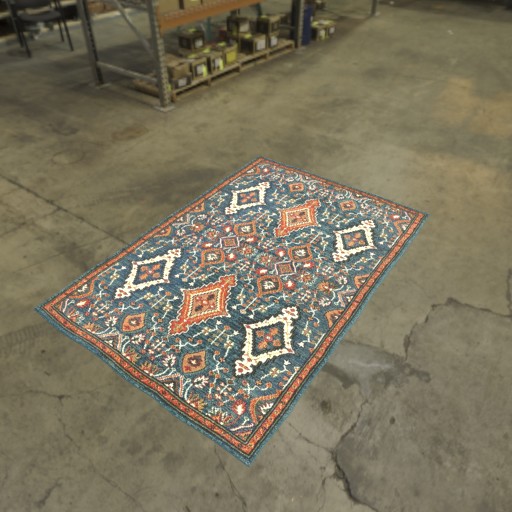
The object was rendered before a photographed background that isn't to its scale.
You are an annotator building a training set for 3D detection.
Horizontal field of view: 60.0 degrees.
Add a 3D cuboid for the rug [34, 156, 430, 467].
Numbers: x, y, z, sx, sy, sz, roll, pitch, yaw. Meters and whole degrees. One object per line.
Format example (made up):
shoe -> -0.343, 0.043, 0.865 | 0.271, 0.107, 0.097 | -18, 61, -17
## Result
rug -> 0.000, 0.000, 3.024 | 1.622, 0.009, 2.373 | 25, 47, 26
